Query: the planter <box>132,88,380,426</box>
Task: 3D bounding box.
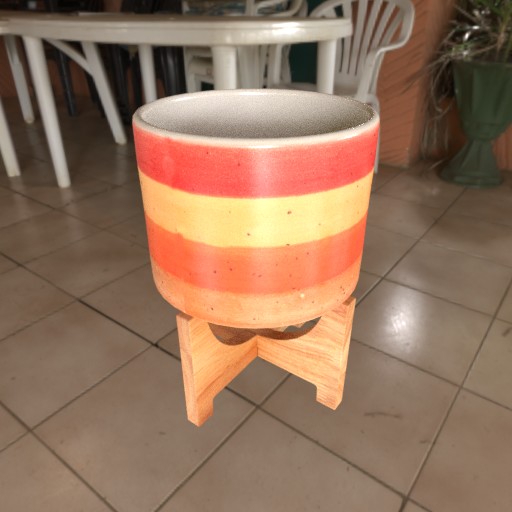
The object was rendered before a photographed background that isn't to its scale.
[{"bbox_3d":[0.000,0.000,0.415,0.199,0.268,0.199,0,30,0],"label":"planter"}]
